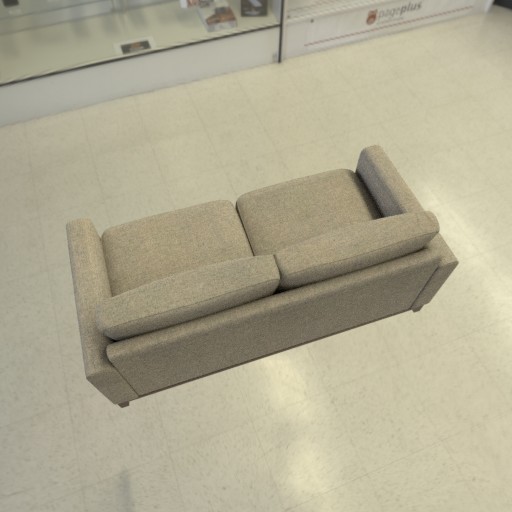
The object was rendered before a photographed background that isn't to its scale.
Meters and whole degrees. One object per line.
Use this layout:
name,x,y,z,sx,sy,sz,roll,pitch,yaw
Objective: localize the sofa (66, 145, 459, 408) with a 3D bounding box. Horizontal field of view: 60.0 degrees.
sofa,0.000,0.000,2.565,1.978,0.892,0.969,-16,59,-10
